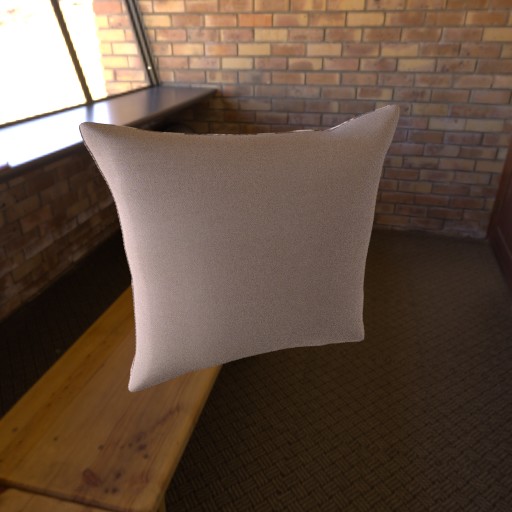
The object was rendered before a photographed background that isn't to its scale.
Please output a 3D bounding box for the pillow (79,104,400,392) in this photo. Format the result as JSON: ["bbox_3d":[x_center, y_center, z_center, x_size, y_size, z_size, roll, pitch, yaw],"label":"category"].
[{"bbox_3d":[0.000,0.000,0.639,0.416,0.401,0.173,-9,28,-17],"label":"pillow"}]
